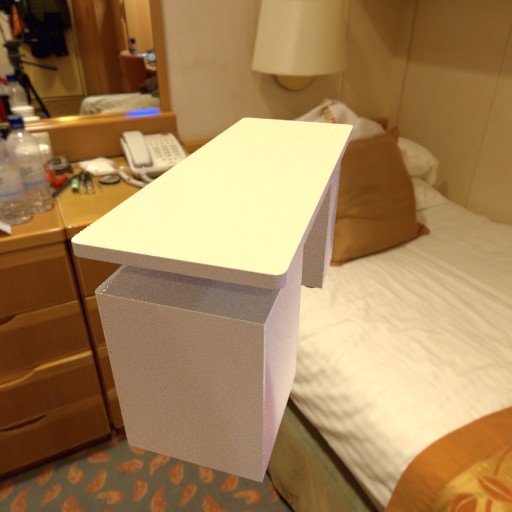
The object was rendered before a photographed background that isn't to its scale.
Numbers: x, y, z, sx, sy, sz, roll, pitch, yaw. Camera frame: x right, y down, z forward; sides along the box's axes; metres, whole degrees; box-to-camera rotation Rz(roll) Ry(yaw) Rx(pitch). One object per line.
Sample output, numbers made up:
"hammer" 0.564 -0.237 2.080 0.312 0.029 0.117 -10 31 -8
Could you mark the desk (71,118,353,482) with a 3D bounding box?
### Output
"desk" 0.000 0.000 1.790 0.550 0.762 1.400 9 31 15
